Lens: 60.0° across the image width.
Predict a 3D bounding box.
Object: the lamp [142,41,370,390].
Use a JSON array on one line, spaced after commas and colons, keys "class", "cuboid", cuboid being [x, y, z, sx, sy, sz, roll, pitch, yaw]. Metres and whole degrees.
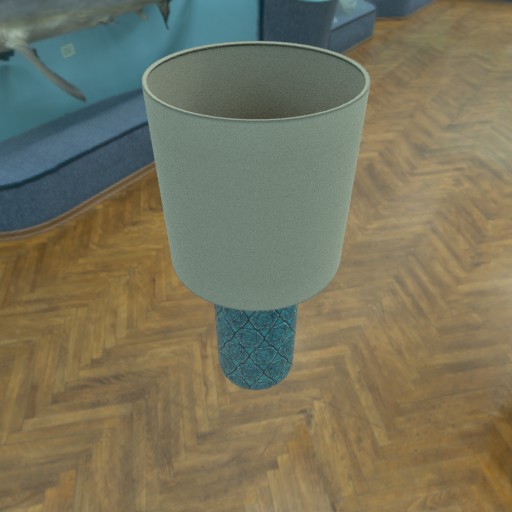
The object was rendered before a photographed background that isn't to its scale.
[{"class": "lamp", "cuboid": [0.000, 0.000, 0.743, 0.278, 0.597, 0.278, 25, 47, 26]}]
